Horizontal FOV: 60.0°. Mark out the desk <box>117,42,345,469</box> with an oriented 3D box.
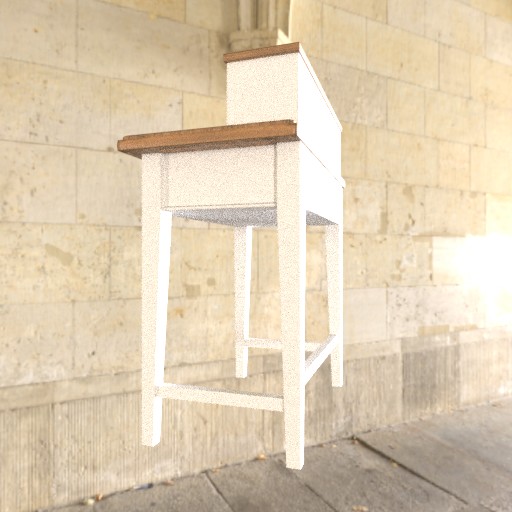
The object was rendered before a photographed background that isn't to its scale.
[{"bbox_3d":[0.000,0.000,1.426,0.462,0.981,0.814,0,0,19],"label":"desk"}]
